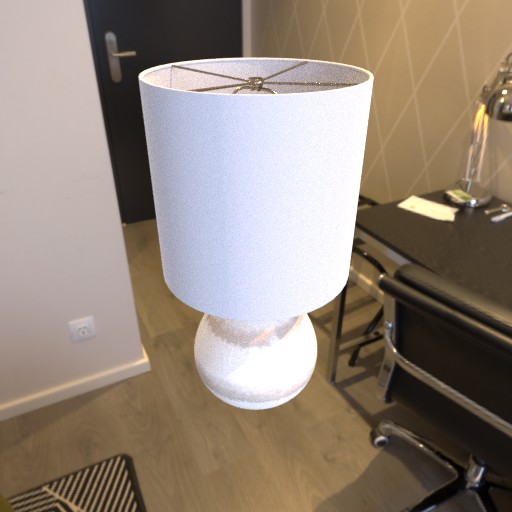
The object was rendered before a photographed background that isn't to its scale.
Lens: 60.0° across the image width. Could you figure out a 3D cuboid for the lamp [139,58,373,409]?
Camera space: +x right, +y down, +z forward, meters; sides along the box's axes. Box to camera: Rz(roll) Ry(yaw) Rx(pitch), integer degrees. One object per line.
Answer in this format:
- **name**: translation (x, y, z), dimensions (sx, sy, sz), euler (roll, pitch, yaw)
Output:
- **lamp**: translation (0.000, 0.000, 0.522), dimensions (0.217, 0.404, 0.217), euler (18, 35, 28)
